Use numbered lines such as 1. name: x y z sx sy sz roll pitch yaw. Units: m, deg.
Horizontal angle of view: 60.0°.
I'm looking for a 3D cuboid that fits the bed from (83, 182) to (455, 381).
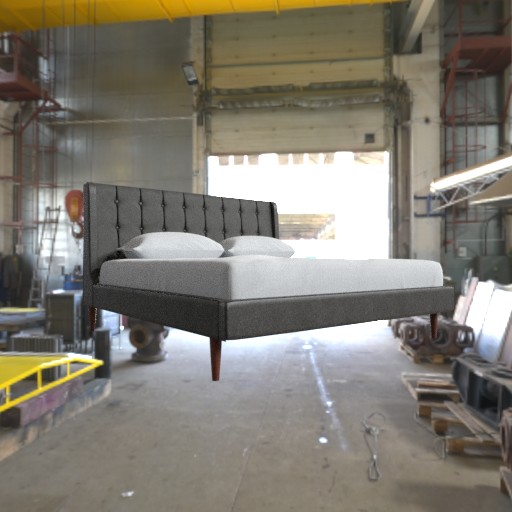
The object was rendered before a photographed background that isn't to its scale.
1. bed: 0.000 0.000 3.272 1.903 1.158 2.031 0 -1 -38
